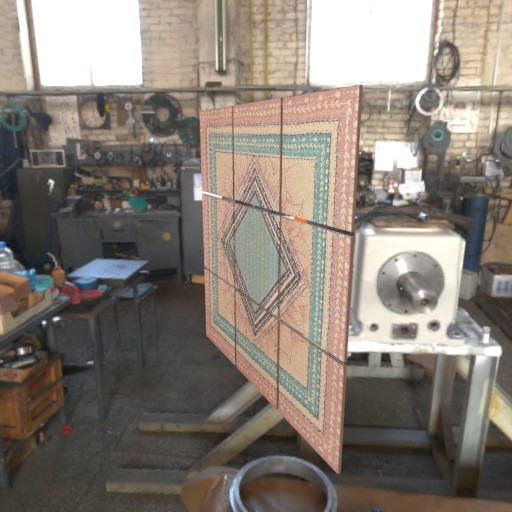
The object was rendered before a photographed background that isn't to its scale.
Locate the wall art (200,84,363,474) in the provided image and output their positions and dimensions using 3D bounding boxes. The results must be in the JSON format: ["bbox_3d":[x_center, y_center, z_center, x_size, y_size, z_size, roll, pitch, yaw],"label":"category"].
[{"bbox_3d":[0.000,0.000,2.315,0.014,1.525,1.527,-7,16,-26],"label":"wall art"}]
